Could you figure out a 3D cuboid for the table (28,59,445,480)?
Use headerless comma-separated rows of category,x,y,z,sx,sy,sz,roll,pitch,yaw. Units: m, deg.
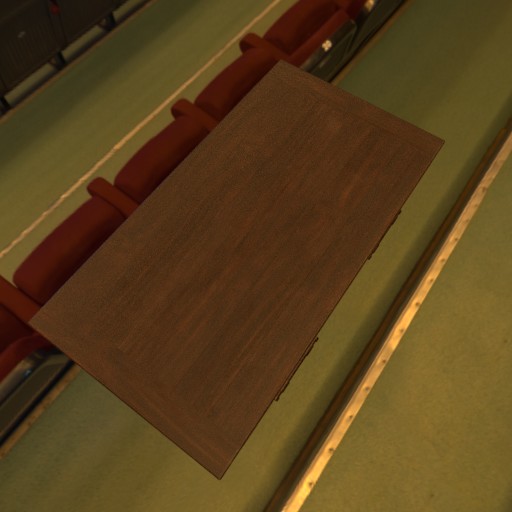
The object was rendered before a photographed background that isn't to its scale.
table,0.000,0.000,1.597,0.700,0.494,1.270,33,69,14
